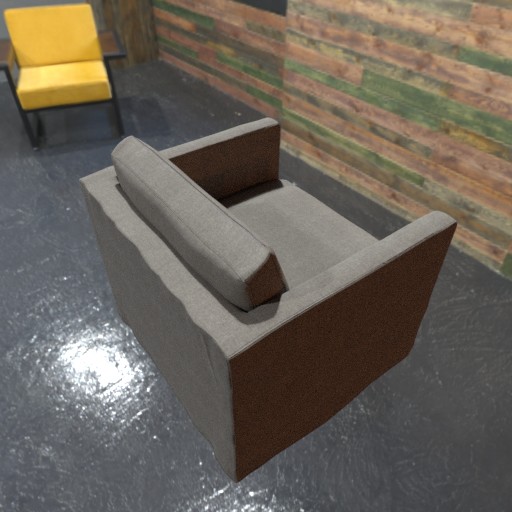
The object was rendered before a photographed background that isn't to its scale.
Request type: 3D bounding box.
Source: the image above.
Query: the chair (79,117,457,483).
[{"bbox_3d":[0.000,0.000,1.736,0.949,0.863,1.057,-26,47,-27],"label":"chair"}]
